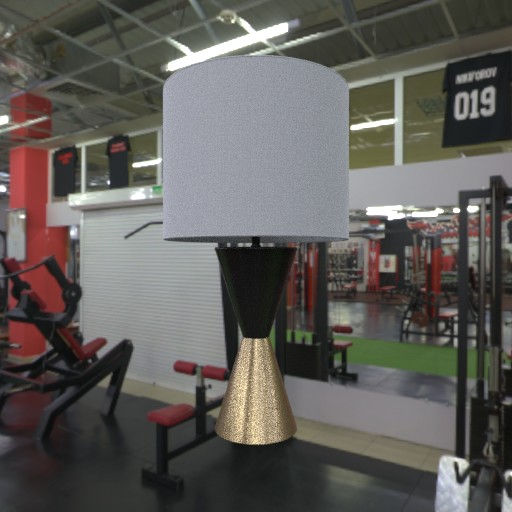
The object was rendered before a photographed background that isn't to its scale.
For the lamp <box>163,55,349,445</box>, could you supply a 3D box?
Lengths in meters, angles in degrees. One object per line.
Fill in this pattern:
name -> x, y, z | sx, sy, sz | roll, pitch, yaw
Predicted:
lamp -> 0.000, 0.000, 0.740 | 0.304, 0.573, 0.304 | 0, 0, 36
